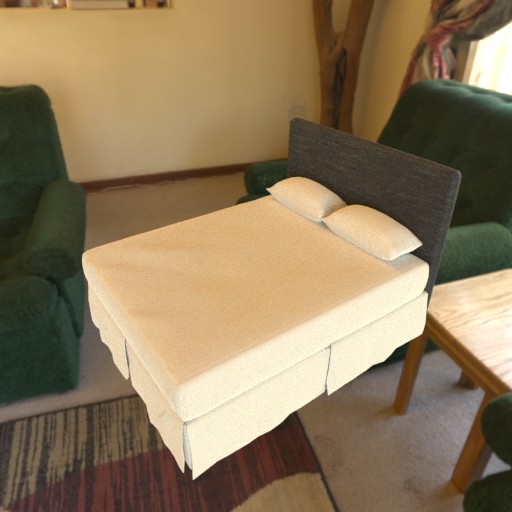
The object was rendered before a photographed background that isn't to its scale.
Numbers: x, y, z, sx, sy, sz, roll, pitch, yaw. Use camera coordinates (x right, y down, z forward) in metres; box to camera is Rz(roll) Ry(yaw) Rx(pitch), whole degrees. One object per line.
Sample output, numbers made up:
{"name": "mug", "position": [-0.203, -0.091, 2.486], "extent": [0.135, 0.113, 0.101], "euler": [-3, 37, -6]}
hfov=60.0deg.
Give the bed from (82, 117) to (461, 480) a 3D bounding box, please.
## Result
{"name": "bed", "position": [0.000, 0.000, 3.182], "extent": [2.142, 1.330, 1.723], "euler": [-20, 37, -29]}
